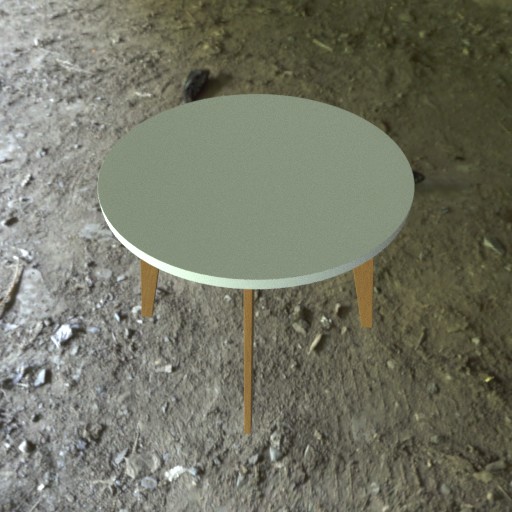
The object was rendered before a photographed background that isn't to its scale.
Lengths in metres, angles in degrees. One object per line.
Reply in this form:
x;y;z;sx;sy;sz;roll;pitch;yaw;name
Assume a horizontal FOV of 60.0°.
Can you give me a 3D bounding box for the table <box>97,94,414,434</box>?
0.000;0.000;1.562;0.896;0.762;0.896;0;46;0;table
